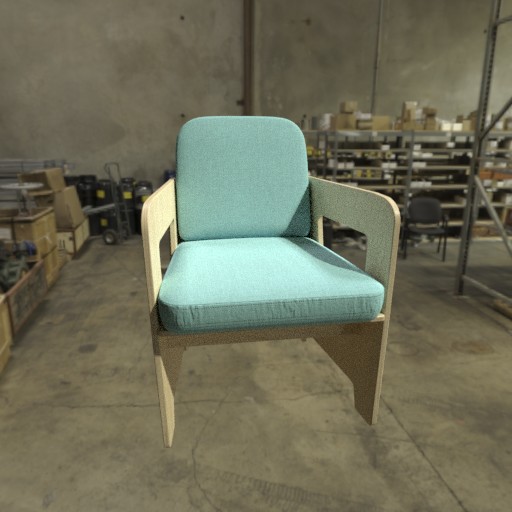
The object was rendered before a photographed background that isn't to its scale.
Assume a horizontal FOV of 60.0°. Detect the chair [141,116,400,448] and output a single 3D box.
[{"bbox_3d":[0.000,0.000,1.295,0.590,0.800,0.710,-3,16,-9],"label":"chair"}]
